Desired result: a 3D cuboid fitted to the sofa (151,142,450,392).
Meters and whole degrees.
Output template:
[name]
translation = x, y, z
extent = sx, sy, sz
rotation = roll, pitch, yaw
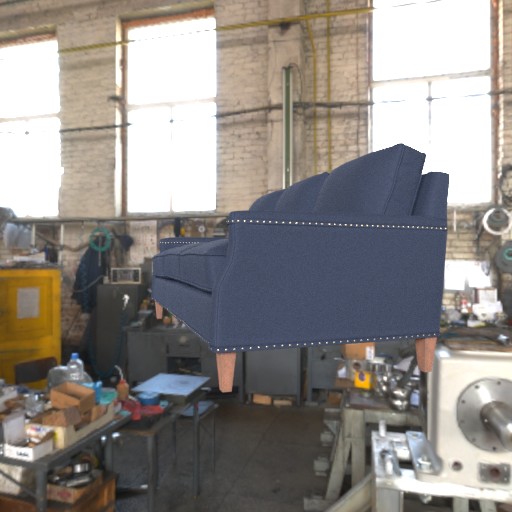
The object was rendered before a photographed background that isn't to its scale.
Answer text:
[sofa]
translation = 0.000, 0.000, 2.775
extent = 1.084, 1.003, 2.246
rotation = 0, 0, -19
